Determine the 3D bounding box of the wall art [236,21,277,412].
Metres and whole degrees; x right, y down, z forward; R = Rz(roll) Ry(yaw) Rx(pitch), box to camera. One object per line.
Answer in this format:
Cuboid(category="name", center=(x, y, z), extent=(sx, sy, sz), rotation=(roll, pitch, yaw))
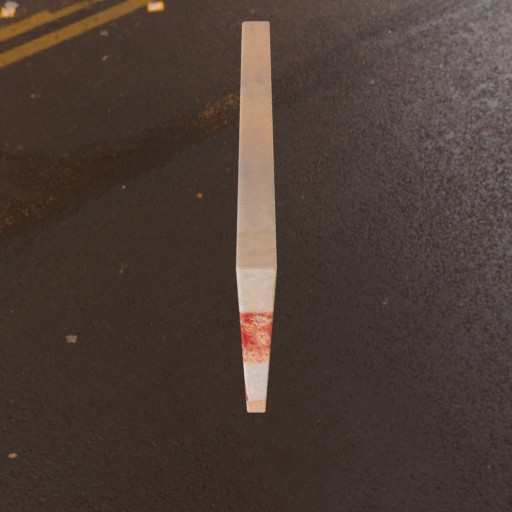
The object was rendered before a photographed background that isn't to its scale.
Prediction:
Cuboid(category="wall art", center=(0.000, 0.000, 0.776), extent=(0.038, 0.610, 0.401), rotation=(0, 59, 0))
